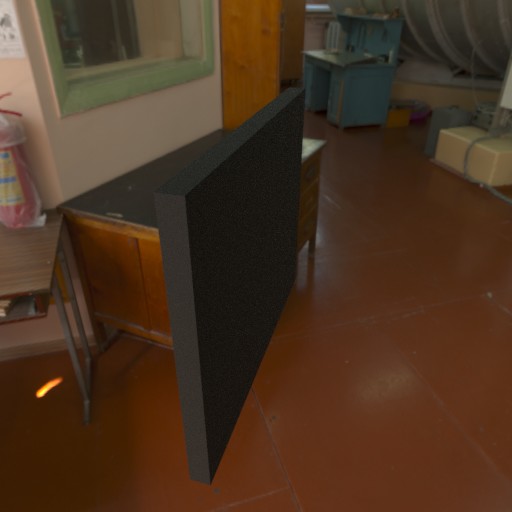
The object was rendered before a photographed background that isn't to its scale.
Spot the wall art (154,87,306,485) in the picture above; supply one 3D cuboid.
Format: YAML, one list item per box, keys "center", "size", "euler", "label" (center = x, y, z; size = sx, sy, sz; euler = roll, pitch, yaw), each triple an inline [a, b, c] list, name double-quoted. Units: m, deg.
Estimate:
- center: [0.000, 0.000, 0.551]
  size: [0.024, 0.329, 0.404]
  euler: [9, 32, 15]
  label: "wall art"
